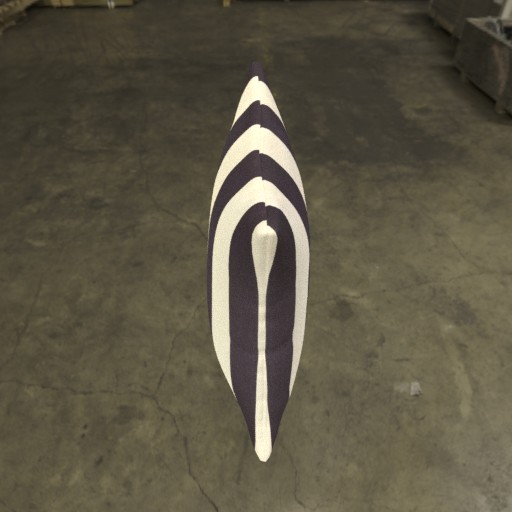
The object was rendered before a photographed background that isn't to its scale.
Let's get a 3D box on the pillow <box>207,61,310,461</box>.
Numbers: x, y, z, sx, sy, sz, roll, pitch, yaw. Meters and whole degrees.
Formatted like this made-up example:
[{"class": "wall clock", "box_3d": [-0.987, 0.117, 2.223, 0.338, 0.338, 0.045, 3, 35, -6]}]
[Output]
[{"class": "pillow", "box_3d": [0.000, 0.000, 0.822, 0.189, 0.526, 0.536, -2, 42, -2]}]
